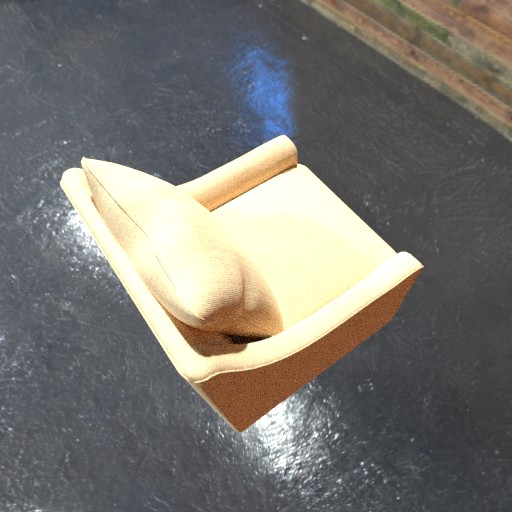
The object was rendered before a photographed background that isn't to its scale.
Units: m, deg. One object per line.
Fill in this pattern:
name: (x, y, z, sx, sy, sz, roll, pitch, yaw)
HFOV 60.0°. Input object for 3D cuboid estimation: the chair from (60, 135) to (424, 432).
chair: (0.000, 0.000, 1.532, 0.876, 0.927, 0.760, -31, 63, -18)
